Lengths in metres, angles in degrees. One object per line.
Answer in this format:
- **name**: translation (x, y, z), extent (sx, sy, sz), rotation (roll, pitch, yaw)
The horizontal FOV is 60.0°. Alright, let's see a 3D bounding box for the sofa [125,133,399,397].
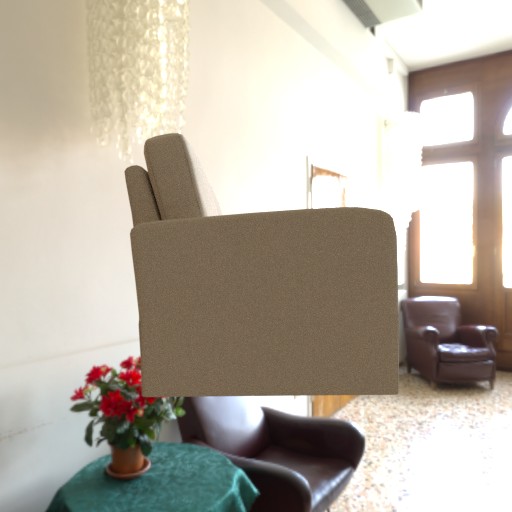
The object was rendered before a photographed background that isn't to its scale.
- **sofa**: translation (0.000, 0.000, 2.223), extent (0.894, 0.831, 1.808), rotation (0, 0, -2)
